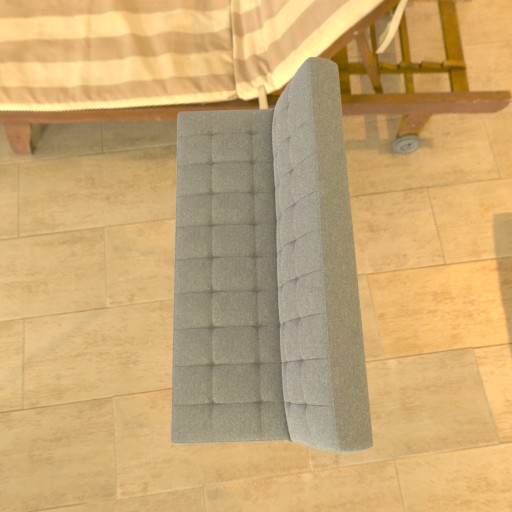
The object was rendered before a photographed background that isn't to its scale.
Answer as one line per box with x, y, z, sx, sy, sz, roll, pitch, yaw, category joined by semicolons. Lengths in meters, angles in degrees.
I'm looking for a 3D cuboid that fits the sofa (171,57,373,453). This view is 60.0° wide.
0.000;0.000;2.272;0.860;0.810;1.800;-2;74;0;sofa
